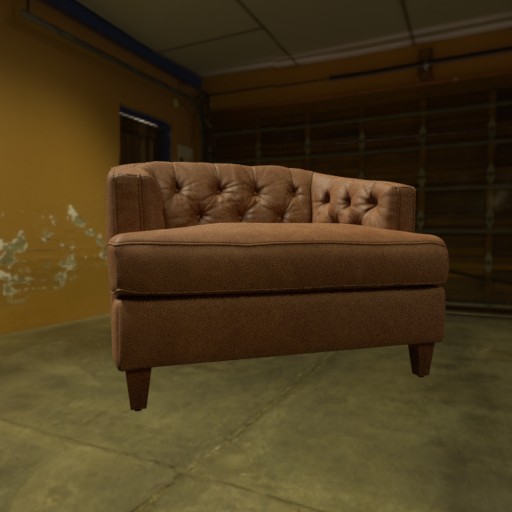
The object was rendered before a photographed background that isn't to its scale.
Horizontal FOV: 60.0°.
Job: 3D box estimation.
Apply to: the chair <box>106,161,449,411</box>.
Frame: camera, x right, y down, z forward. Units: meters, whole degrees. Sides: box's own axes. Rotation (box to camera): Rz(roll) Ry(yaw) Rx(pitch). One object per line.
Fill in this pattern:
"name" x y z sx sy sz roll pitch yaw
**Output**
"chair" 0.000 0.000 1.748 1.119 0.836 0.911 -1 2 -19
